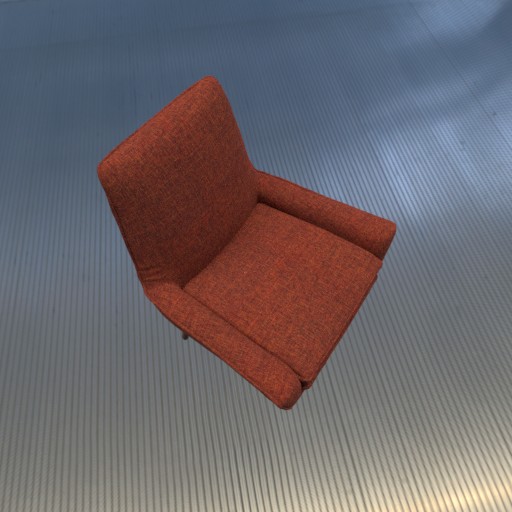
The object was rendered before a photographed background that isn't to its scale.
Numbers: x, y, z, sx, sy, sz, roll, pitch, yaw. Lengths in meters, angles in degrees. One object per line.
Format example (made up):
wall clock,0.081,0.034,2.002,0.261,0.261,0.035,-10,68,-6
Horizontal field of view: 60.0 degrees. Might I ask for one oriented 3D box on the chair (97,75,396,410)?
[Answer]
chair,0.000,0.000,1.581,0.784,0.911,0.803,30,62,18
